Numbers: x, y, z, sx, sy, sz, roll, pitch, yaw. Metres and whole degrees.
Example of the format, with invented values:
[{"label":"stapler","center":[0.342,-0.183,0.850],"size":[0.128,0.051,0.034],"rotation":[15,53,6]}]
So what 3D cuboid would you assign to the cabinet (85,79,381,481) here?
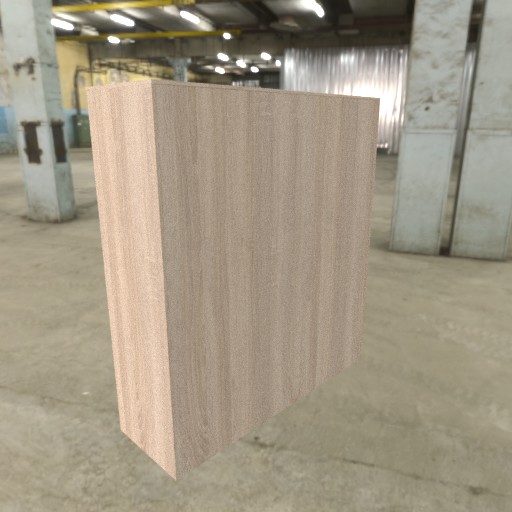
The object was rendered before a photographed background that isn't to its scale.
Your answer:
[{"label":"cabinet","center":[0.000,0.000,2.986],"size":[0.620,2.060,1.870],"rotation":[16,23,42]}]
